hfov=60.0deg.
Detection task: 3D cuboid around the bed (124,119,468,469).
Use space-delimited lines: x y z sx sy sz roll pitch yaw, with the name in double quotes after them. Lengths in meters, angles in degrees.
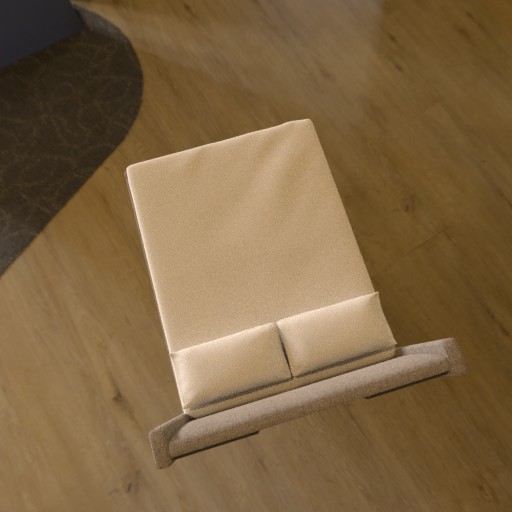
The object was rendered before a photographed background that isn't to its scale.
0.000 0.000 3.277 1.714 1.476 2.245 -16 76 -4 "bed"
